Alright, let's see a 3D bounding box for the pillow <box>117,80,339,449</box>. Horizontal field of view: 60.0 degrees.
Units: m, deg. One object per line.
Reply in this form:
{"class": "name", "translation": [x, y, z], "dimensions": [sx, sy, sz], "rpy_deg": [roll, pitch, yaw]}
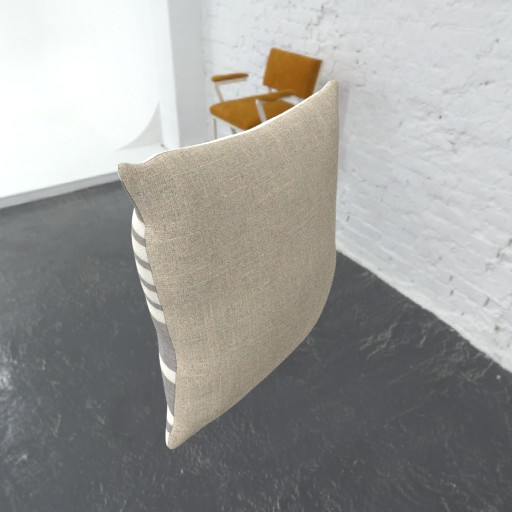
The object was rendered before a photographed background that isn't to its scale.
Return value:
{"class": "pillow", "translation": [0.000, 0.000, 0.669], "dimensions": [0.182, 0.440, 0.439], "rpy_deg": [22, 39, 30]}
